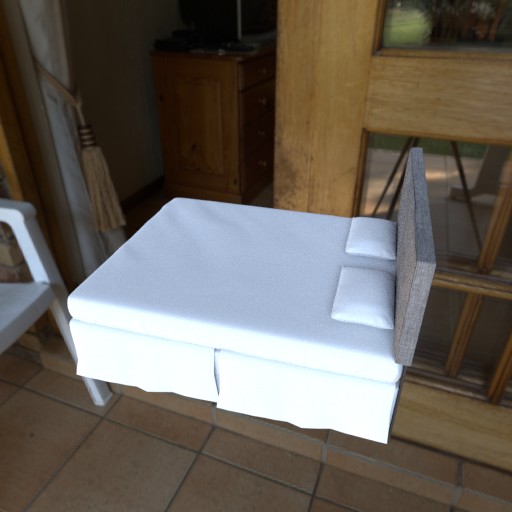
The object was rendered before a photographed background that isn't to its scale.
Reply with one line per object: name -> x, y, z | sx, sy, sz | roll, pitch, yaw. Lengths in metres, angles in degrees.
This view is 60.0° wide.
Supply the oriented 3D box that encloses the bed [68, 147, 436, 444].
bed -> 0.000, 0.000, 2.964 | 1.958, 1.168, 1.621 | 8, 32, 13
